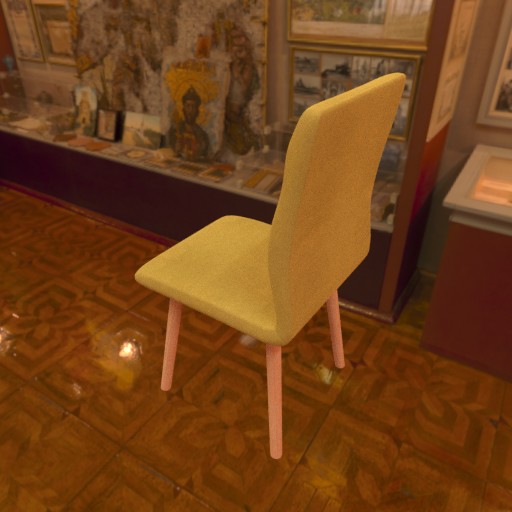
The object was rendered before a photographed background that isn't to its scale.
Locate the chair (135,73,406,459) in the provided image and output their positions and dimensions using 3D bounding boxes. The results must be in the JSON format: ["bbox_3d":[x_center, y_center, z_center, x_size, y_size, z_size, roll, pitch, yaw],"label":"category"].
[{"bbox_3d":[0.000,0.000,1.256,0.550,0.965,0.450,20,37,29],"label":"chair"}]
